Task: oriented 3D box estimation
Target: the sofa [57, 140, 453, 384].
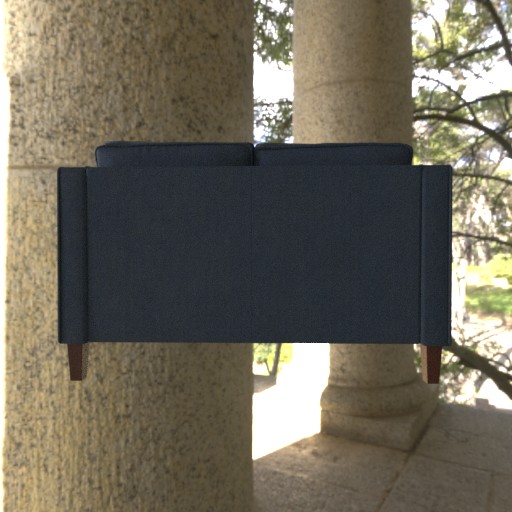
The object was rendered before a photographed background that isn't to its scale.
[{"bbox_3d":[0.000,0.000,2.159,1.501,0.971,0.987,0,0,2],"label":"sofa"}]
